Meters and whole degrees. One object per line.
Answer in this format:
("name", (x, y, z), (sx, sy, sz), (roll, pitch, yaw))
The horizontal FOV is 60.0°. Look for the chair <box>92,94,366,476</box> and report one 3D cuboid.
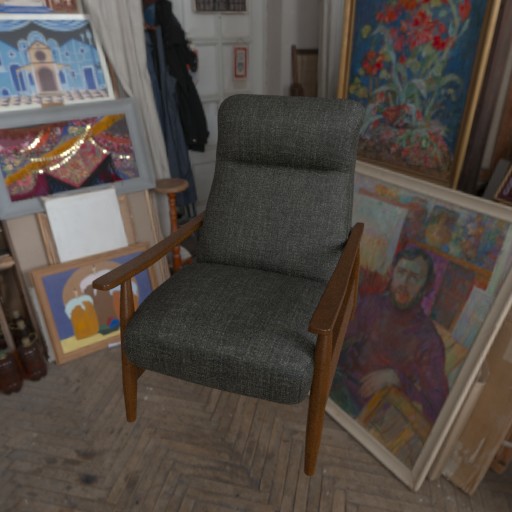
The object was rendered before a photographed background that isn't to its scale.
("chair", (0.000, 0.000, 1.750), (0.762, 1.082, 1.014), (9, 29, 17))
